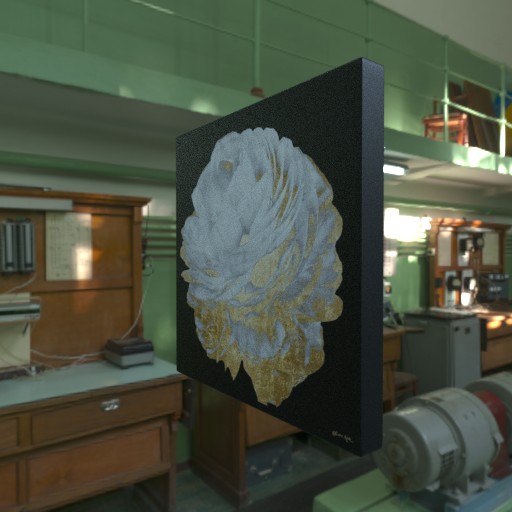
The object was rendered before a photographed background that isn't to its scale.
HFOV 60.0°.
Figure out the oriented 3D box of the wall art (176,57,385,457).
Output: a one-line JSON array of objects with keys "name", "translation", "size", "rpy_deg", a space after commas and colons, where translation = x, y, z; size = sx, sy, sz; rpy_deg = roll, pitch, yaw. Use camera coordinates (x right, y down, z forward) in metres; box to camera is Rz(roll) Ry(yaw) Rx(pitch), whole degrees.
[{"name": "wall art", "translation": [0.000, 0.000, 0.620], "size": [0.041, 0.407, 0.406], "rpy_deg": [-1, 1, -37]}]
